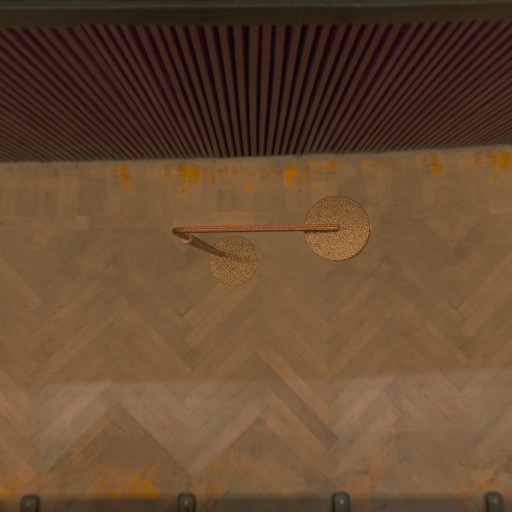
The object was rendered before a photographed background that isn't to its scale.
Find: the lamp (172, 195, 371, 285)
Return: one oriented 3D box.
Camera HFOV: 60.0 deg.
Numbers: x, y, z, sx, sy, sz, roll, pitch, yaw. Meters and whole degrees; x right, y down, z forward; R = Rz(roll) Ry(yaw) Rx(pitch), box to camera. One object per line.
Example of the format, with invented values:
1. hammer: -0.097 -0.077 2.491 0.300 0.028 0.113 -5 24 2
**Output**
1. lamp: 0.000 0.000 1.380 0.418 1.230 0.219 0 88 0
